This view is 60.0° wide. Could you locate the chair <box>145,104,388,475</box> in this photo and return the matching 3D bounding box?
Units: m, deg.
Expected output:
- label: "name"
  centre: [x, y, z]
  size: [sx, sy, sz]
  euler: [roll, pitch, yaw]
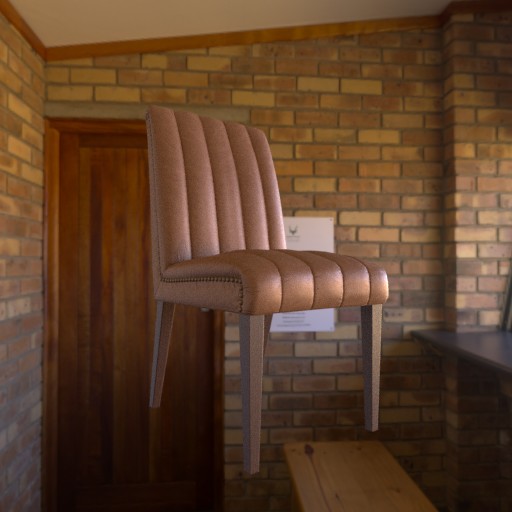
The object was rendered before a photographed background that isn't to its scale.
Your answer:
- label: "chair"
  centre: [0.000, 0.000, 1.382]
  size: [0.511, 1.016, 0.647]
  euler: [1, -1, -36]
